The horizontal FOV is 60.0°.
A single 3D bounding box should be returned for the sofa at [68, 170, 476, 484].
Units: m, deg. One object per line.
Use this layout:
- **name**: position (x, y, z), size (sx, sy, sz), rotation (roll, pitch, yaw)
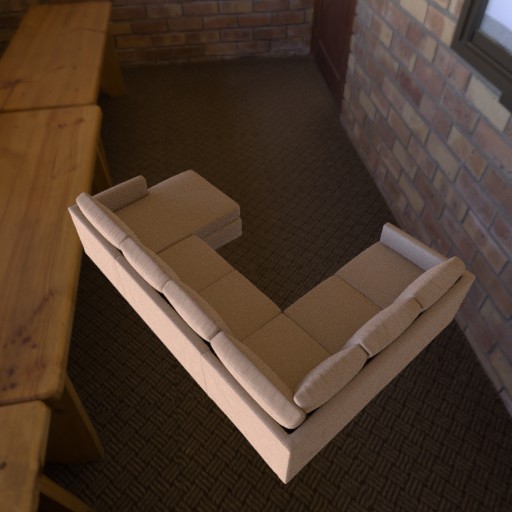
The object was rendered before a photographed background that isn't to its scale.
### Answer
- **sofa**: position (0.000, 0.000, 4.629), size (2.427, 0.882, 3.460), rotation (-33, 54, -27)
